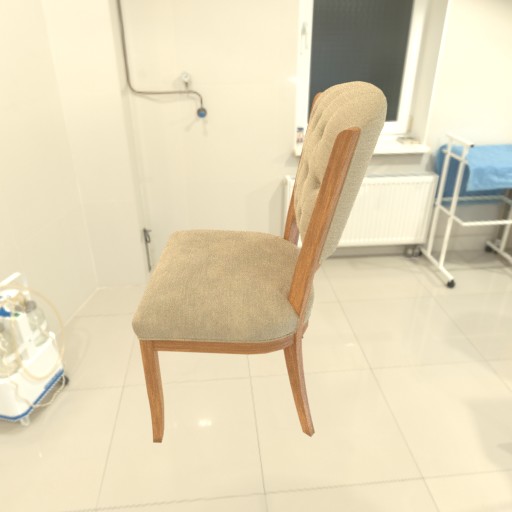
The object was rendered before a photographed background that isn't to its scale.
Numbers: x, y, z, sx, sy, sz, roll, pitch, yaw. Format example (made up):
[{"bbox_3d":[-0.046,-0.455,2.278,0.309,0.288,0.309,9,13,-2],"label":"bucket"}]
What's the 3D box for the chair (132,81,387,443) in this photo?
[{"bbox_3d":[0.000,0.000,1.238,0.584,0.905,0.513,1,28,1],"label":"chair"}]
